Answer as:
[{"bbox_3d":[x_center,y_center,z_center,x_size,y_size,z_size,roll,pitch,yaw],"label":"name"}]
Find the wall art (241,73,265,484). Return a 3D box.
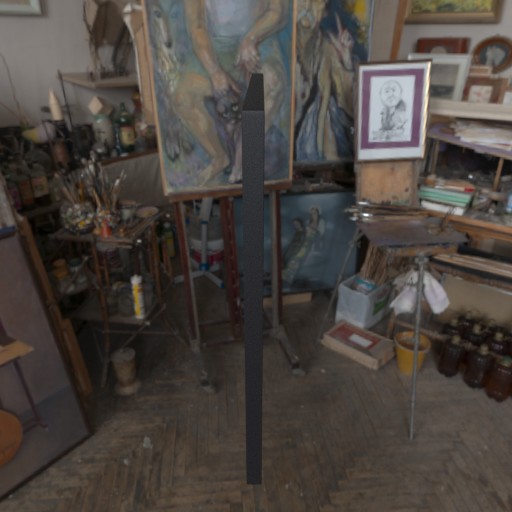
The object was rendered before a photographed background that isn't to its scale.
[{"bbox_3d":[0.000,0.000,0.707,0.021,0.509,0.430,0,26,1],"label":"wall art"}]
